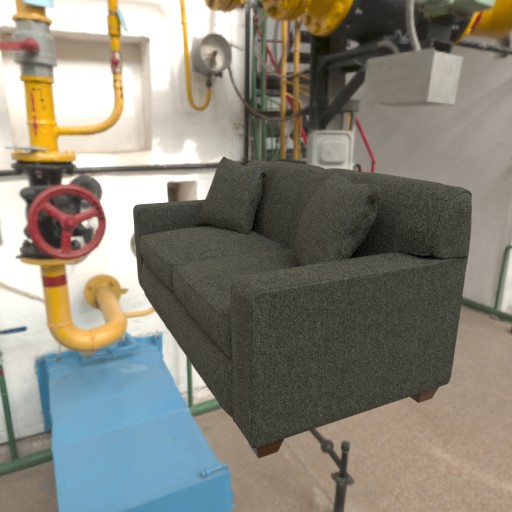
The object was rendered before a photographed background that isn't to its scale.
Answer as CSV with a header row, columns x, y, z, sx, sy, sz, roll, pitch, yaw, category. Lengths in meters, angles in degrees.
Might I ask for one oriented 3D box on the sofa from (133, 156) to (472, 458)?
x,y,z,sx,sy,sz,roll,pitch,yaw,category
0.000,0.000,2.369,0.998,0.958,1.846,-8,18,-25,sofa
